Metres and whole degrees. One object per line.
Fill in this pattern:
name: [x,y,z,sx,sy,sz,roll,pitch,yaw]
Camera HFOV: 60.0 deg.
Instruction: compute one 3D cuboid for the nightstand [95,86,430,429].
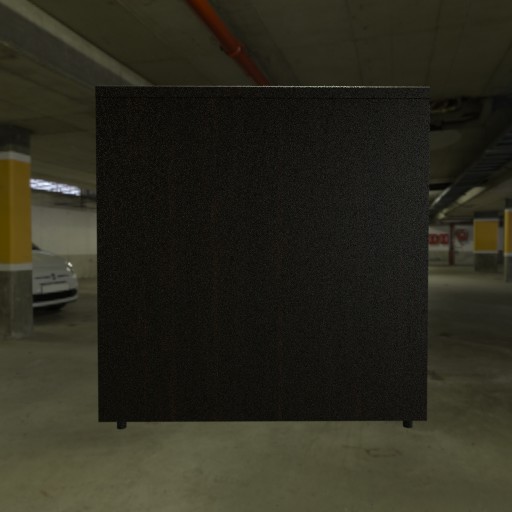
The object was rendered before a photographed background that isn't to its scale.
nightstand: [0.000,0.000,0.794,0.461,0.460,0.400,0,1,-1]
